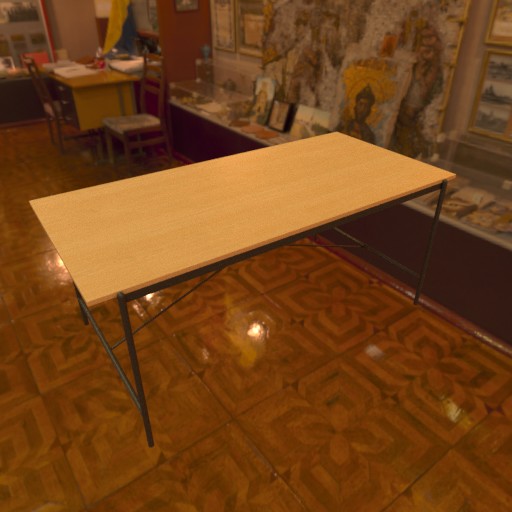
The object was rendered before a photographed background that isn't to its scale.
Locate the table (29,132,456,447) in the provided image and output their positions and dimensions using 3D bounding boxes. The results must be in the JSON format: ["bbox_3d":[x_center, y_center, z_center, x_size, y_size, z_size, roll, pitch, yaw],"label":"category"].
[{"bbox_3d":[0.000,0.000,2.253,1.800,0.758,0.900,-20,37,-28],"label":"table"}]
